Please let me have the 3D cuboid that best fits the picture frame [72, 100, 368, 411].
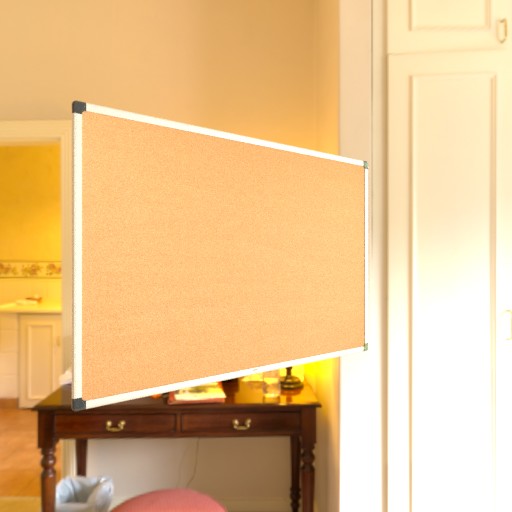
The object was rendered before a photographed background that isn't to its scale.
[{"bbox_3d":[0.000,0.000,1.130,0.900,0.600,0.010,0,0,-38],"label":"picture frame"}]
